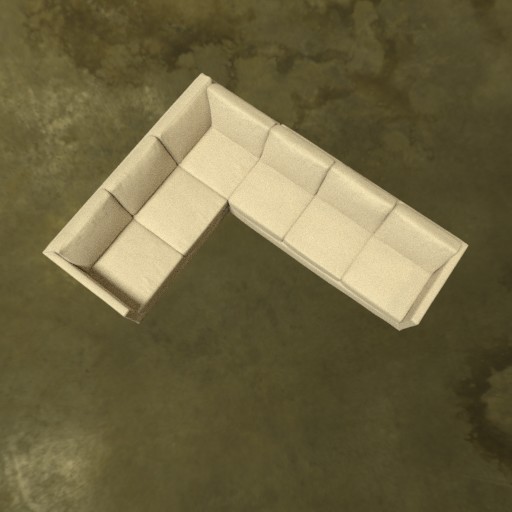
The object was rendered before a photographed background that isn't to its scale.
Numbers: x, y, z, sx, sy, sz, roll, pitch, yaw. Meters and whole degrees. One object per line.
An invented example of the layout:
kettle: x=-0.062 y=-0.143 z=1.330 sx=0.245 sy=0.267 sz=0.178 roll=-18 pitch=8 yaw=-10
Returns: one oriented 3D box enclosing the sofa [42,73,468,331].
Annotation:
sofa: x=0.000 y=0.000 z=4.365 sx=3.182 sy=0.863 sz=2.432 roll=35 pitch=78 yaw=8
